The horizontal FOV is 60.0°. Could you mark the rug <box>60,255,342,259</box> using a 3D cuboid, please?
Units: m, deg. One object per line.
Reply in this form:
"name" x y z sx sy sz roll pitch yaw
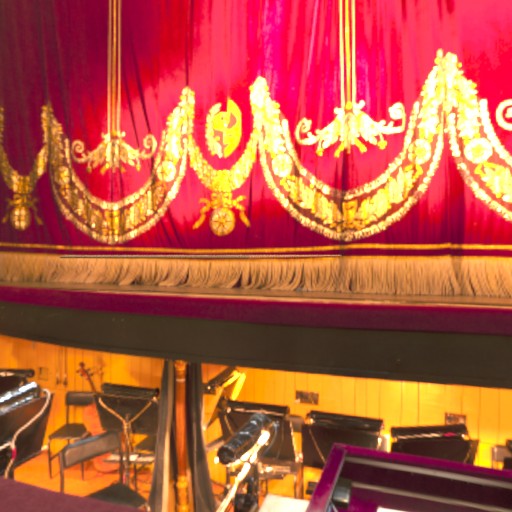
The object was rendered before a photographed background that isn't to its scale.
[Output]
"rug" 0.000 0.000 2.409 0.662 0.011 2.196 0 0 18
